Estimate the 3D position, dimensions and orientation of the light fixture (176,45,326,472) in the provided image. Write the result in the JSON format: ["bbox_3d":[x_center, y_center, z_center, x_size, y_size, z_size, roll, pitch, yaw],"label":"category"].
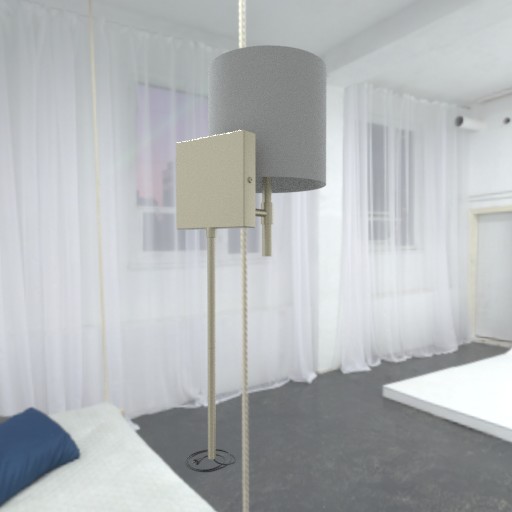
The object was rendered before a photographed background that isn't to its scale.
[{"bbox_3d":[0.000,0.000,0.692,0.188,0.589,0.248,1,1,36],"label":"light fixture"}]
